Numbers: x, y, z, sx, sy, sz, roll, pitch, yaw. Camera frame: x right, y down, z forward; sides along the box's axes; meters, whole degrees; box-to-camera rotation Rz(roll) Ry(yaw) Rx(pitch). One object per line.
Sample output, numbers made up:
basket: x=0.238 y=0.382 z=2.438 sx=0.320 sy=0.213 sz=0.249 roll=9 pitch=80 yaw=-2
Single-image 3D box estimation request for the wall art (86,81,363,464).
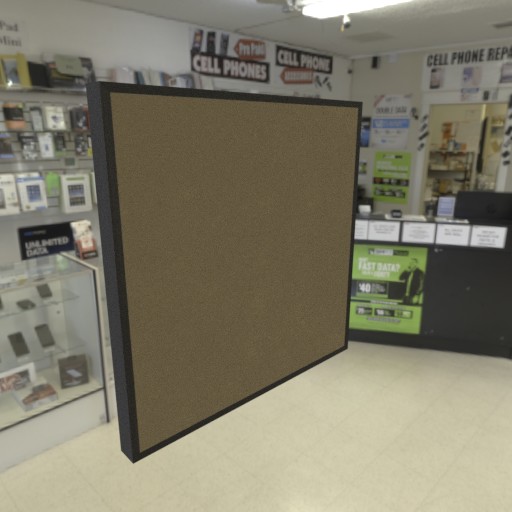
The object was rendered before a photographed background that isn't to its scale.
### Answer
wall art: x=0.000 y=0.000 z=0.739 sx=0.509 sy=0.507 sz=0.037 roll=-14 pitch=21 yaw=-41
